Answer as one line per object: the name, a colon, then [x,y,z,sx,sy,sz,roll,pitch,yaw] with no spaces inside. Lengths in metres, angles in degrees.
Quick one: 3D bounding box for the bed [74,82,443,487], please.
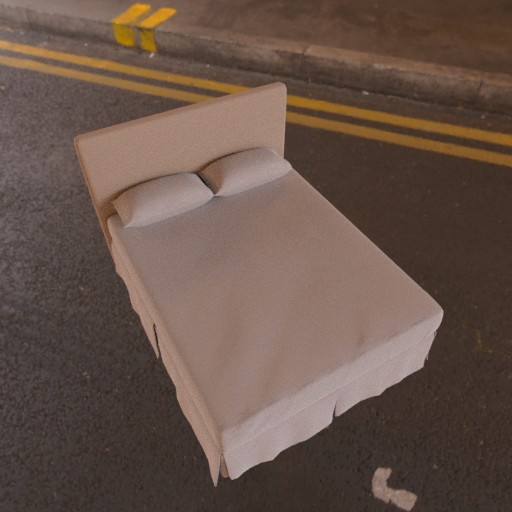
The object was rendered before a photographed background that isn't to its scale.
bed: [0.000,0.000,3.128,1.748,1.330,2.142,-23,51,-20]
